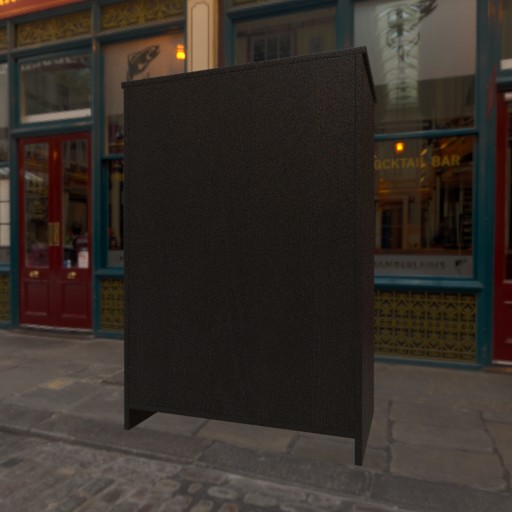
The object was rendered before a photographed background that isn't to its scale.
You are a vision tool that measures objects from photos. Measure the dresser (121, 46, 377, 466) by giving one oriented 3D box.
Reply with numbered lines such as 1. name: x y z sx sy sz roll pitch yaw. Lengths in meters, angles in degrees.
1. dresser: 0.000 0.000 1.375 0.700 1.020 0.398 0 0 19
